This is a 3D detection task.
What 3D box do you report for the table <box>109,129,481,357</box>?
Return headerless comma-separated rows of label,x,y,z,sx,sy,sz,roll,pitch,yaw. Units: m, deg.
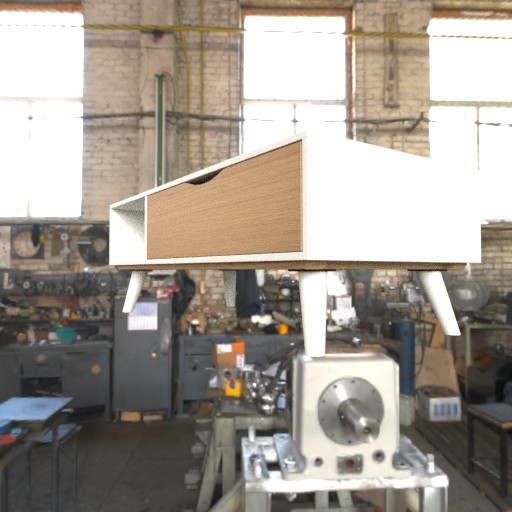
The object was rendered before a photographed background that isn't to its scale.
table,0.000,0.000,1.480,0.609,0.432,1.194,1,-2,-35
